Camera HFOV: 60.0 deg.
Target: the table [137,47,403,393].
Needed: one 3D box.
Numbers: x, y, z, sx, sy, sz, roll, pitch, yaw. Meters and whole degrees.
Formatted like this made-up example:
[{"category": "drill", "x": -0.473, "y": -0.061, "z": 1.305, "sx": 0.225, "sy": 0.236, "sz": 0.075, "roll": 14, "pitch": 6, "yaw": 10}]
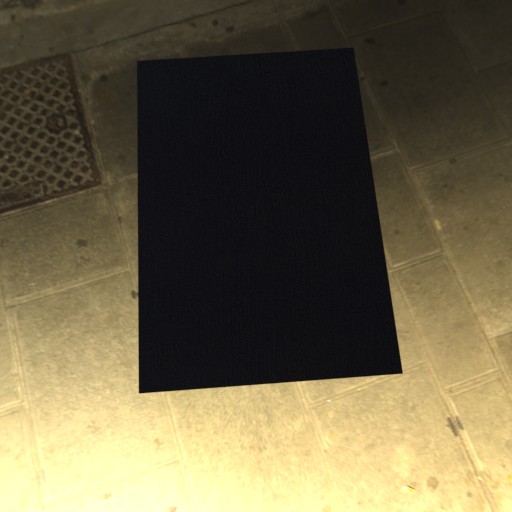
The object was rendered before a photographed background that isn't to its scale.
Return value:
[{"category": "table", "x": 0.000, "y": 0.000, "z": 1.092, "sx": 0.408, "sy": 0.711, "sz": 0.589, "roll": -4, "pitch": 75, "yaw": -1}]
